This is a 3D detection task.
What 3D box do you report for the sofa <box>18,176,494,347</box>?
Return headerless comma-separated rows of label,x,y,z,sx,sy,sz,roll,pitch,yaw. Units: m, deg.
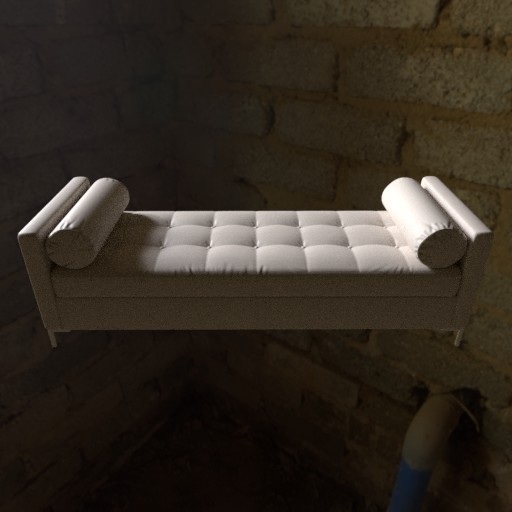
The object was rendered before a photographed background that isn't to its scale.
sofa,0.000,0.000,2.268,1.981,0.635,0.686,0,30,0
